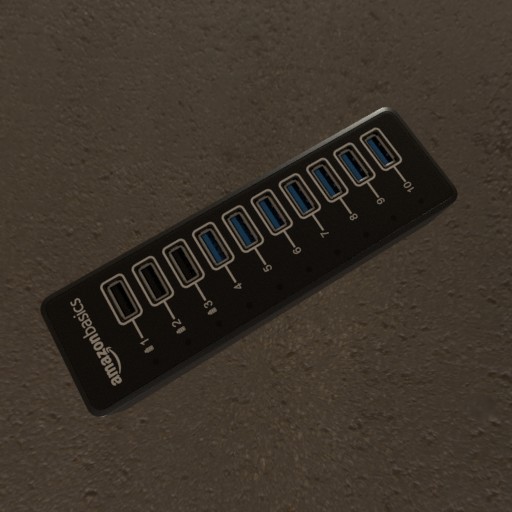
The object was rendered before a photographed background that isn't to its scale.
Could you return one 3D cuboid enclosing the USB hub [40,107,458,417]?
[{"bbox_3d":[0.000,0.000,0.162,0.145,0.023,0.044,-31,78,-8],"label":"USB hub"}]
